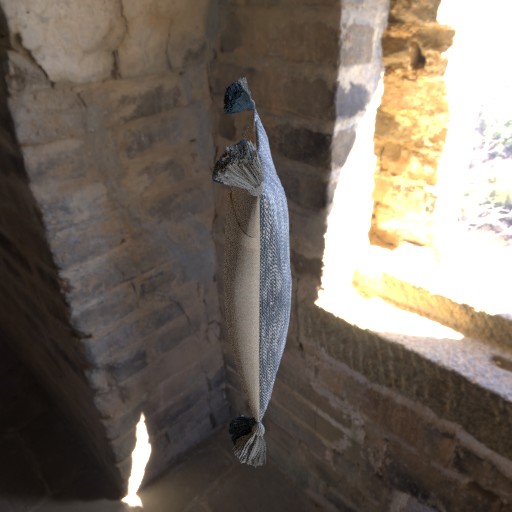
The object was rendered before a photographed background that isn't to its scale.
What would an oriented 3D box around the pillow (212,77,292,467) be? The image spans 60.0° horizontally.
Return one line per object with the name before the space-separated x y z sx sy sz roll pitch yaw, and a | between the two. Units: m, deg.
pillow | 0.000 0.000 0.922 0.138 0.634 0.614 -1 31 -1
